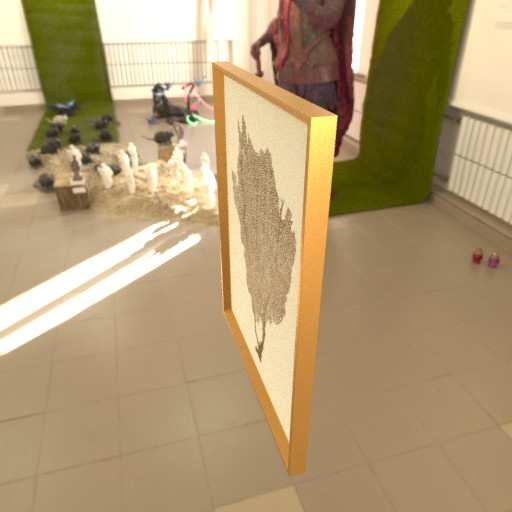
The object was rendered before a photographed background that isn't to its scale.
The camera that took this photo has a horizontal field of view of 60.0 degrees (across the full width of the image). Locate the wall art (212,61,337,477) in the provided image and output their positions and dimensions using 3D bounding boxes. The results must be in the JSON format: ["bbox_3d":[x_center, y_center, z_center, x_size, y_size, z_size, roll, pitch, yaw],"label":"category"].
[{"bbox_3d":[0.000,0.000,1.024,0.038,0.762,0.610,-9,31,-15],"label":"wall art"}]
